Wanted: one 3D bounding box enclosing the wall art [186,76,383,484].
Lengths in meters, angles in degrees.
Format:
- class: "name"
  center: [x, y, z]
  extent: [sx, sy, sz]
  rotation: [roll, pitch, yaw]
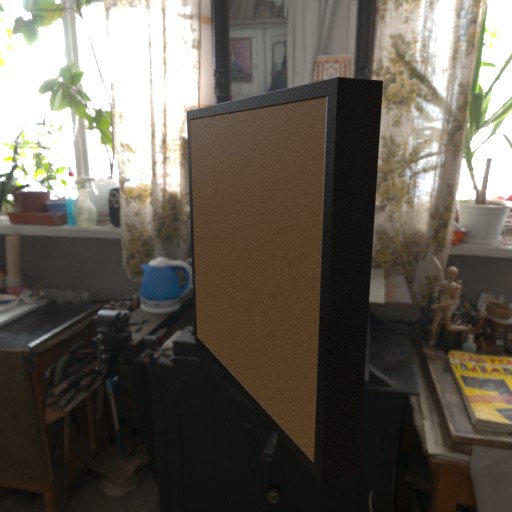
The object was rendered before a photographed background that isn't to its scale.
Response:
- class: "wall art"
  center: [0.000, 0.000, 0.456]
  extent: [0.038, 0.304, 0.304]
  rotation: [-7, 15, -26]
